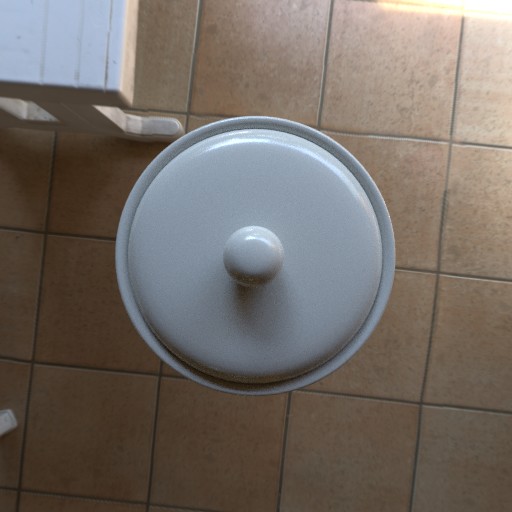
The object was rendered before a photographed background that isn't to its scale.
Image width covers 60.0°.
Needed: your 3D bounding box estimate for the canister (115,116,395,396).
[{"bbox_3d":[0.000,0.000,0.345,0.182,0.208,0.182,0,90,1],"label":"canister"}]
